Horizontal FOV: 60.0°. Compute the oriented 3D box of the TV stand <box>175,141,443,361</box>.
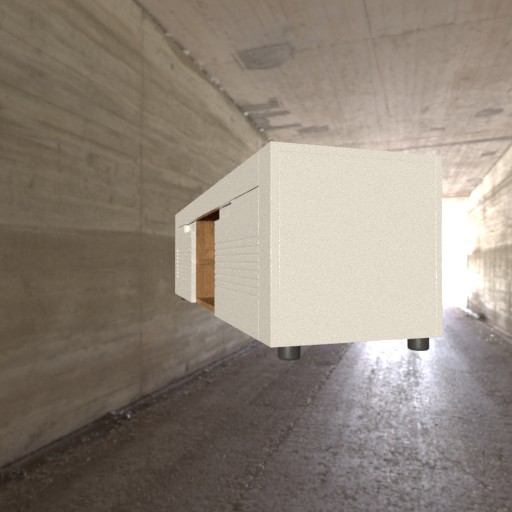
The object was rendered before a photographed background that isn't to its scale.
[{"bbox_3d":[0.000,0.000,1.653,0.410,0.440,1.500,0,-1,-17],"label":"TV stand"}]
